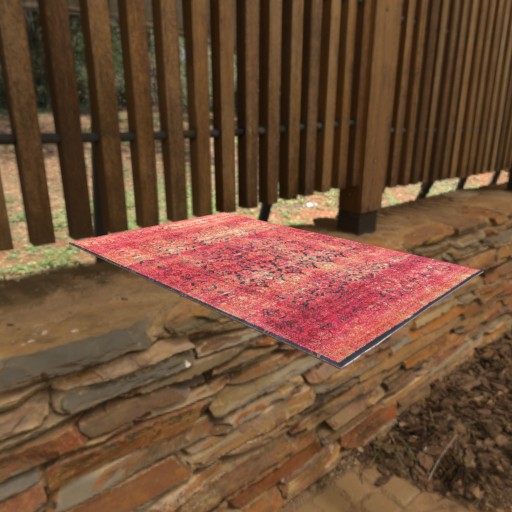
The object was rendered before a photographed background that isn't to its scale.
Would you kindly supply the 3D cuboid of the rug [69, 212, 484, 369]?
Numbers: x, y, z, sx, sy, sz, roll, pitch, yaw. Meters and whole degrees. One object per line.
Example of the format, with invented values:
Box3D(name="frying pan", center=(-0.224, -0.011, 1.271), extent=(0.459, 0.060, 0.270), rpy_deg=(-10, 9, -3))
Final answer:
Box3D(name="rug", center=(0.000, 0.000, 3.033), extent=(2.449, 0.018, 1.539), rpy_deg=(17, 24, 42))
